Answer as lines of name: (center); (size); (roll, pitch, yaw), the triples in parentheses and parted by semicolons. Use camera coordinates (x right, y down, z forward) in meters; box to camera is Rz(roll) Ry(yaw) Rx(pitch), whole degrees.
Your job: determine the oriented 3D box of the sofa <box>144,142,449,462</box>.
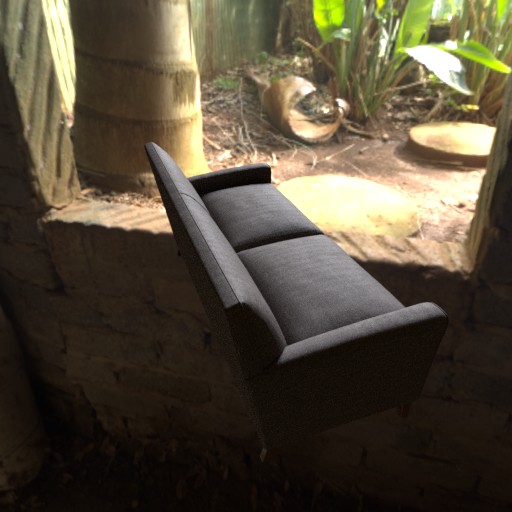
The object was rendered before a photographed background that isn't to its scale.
sofa: (0.000, 0.000, 2.438); (0.875, 0.846, 1.976); (-10, 31, -17)
